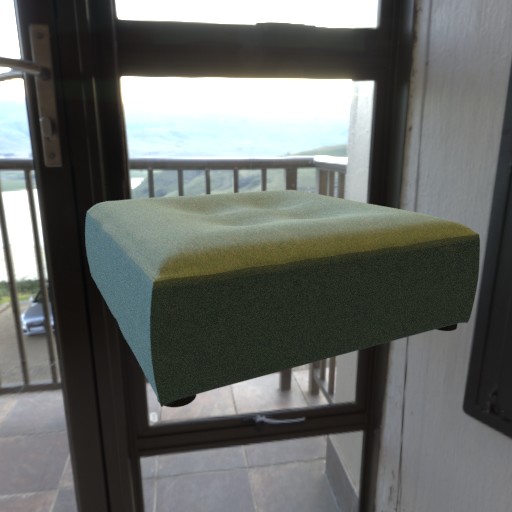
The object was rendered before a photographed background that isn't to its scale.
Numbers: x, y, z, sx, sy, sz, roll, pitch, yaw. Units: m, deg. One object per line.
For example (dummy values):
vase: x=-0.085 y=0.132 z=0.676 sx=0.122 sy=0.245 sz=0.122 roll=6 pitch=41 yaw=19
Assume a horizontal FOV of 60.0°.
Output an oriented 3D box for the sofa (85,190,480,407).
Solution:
sofa: x=0.000 y=0.000 z=1.438 sx=0.930 sy=0.330 sz=0.930 roll=-8 pitch=17 yaw=-26
